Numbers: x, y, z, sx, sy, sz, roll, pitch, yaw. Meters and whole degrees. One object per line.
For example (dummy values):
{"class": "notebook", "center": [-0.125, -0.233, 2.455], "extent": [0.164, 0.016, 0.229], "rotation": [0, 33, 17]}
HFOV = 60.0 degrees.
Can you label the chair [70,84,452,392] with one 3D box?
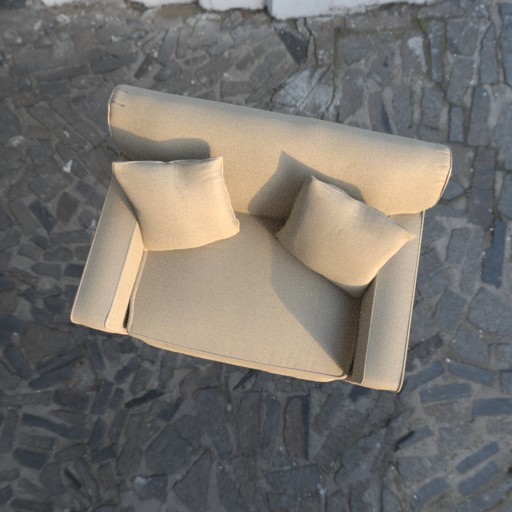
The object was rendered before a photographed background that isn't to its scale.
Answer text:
{"class": "chair", "center": [0.000, 0.000, 2.040], "extent": [1.383, 0.948, 1.000], "rotation": [11, 77, 3]}
